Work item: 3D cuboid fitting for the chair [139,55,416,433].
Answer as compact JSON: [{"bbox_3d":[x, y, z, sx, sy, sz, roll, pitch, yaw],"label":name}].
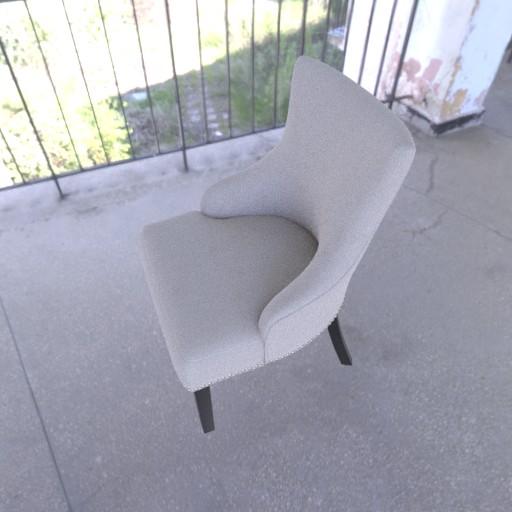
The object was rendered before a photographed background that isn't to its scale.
[{"bbox_3d":[0.000,0.000,1.297,0.629,0.909,0.566,-16,48,-15],"label":"chair"}]
